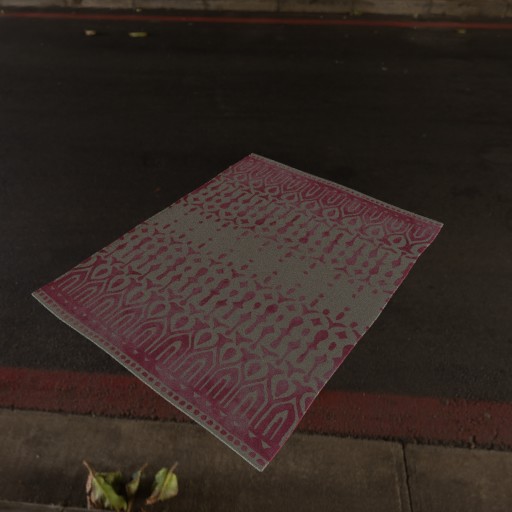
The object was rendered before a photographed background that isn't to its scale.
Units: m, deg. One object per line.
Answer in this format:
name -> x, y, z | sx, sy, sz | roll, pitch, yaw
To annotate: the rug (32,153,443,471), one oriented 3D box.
rug -> 0.000, 0.000, 4.093 | 2.441, 0.016, 3.095 | 27, 48, 27
